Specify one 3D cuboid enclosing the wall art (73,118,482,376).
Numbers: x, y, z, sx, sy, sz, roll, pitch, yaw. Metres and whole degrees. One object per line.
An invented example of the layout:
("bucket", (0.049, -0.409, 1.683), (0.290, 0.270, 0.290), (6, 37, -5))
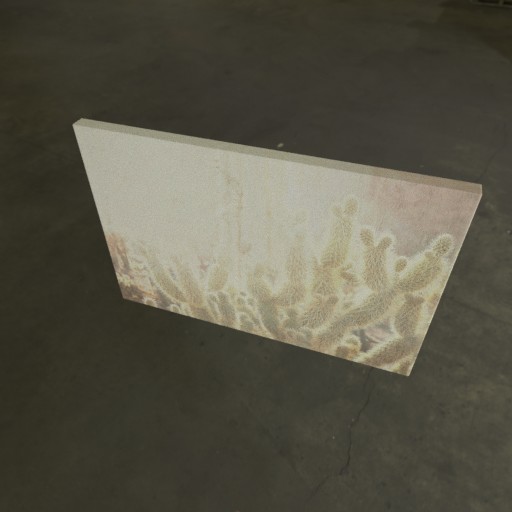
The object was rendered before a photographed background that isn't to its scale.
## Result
("wall art", (0.000, 0.000, 1.163), (0.916, 0.608, 0.040), (13, 43, 14))
